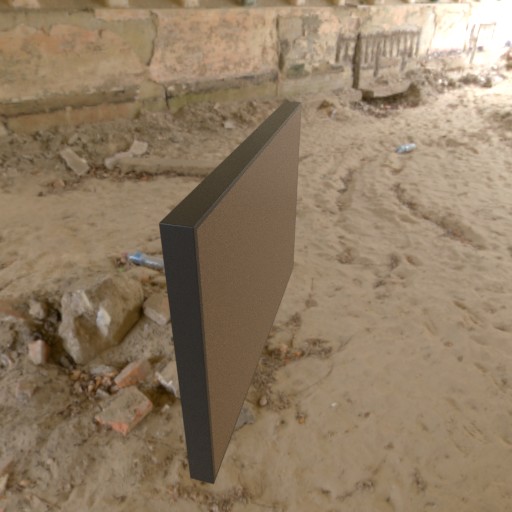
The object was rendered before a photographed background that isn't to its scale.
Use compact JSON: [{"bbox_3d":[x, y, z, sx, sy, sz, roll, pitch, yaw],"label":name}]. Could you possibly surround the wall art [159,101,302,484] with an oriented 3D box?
[{"bbox_3d":[0.000,0.000,1.223,0.058,0.640,0.939,8,31,13],"label":"wall art"}]
